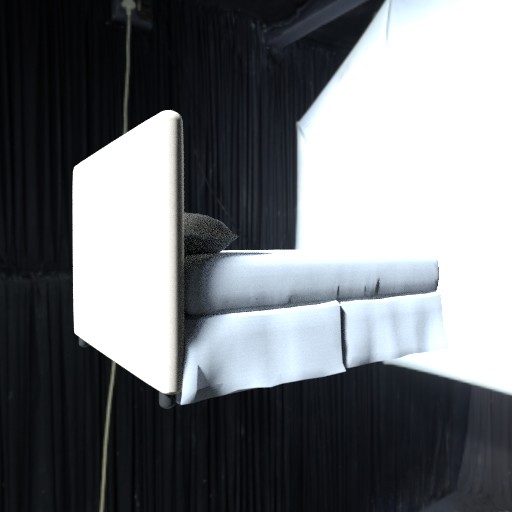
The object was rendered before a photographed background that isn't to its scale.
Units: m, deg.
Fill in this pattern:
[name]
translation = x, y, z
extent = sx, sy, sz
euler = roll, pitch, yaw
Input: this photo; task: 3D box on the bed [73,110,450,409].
[bed]
translation = 0.000, 0.000, 3.180
extent = 2.142, 1.330, 1.748
euler = -1, 1, -35
